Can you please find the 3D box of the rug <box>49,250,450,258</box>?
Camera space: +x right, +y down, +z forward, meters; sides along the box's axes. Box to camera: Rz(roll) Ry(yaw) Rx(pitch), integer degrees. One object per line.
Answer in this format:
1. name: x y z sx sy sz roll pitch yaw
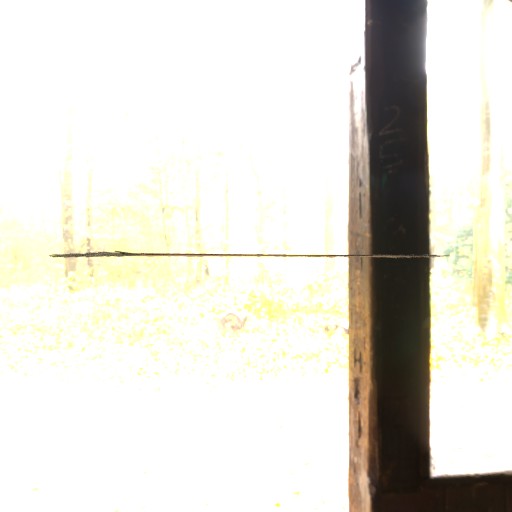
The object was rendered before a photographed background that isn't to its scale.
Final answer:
1. rug: 0.000 0.000 2.577 2.021 0.027 1.224 0 0 -36
